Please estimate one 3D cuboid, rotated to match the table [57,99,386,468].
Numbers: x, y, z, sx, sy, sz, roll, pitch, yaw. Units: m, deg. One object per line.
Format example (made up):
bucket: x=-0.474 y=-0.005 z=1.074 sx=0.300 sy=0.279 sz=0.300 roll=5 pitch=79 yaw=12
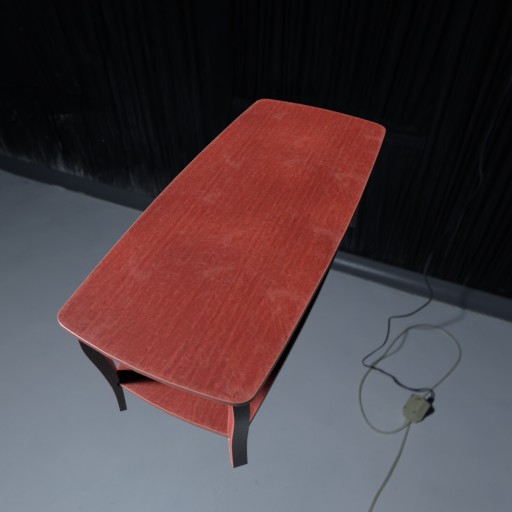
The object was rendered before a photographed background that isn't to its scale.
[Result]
table: x=0.000 y=0.000 z=1.496 sx=0.561 sy=0.473 sz=1.216 roll=19 pitch=50 yaw=17
